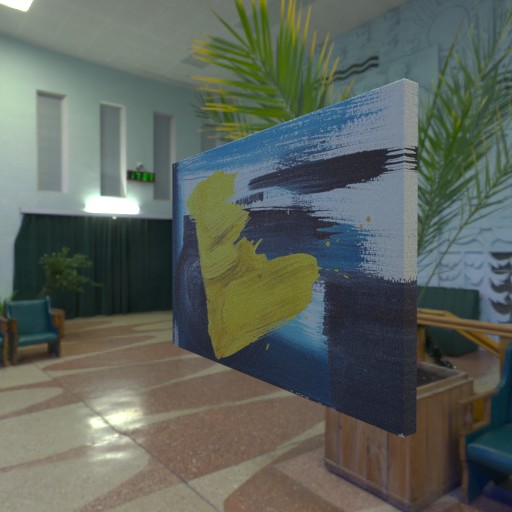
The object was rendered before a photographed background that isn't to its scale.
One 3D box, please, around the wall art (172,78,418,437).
[{"bbox_3d":[0.000,0.000,1.134,0.039,0.610,0.914,-1,1,-36],"label":"wall art"}]
